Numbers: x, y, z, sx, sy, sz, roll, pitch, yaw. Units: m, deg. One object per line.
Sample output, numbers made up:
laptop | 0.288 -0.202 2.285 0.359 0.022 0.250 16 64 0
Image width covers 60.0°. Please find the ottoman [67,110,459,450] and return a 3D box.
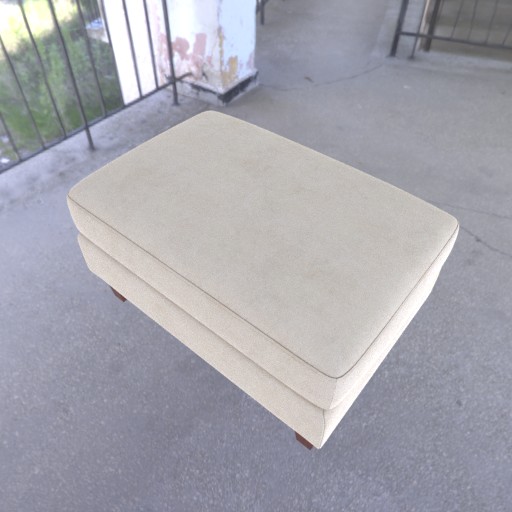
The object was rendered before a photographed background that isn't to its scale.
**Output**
ottoman | 0.000 0.000 1.233 0.864 0.483 0.584 31 54 26
